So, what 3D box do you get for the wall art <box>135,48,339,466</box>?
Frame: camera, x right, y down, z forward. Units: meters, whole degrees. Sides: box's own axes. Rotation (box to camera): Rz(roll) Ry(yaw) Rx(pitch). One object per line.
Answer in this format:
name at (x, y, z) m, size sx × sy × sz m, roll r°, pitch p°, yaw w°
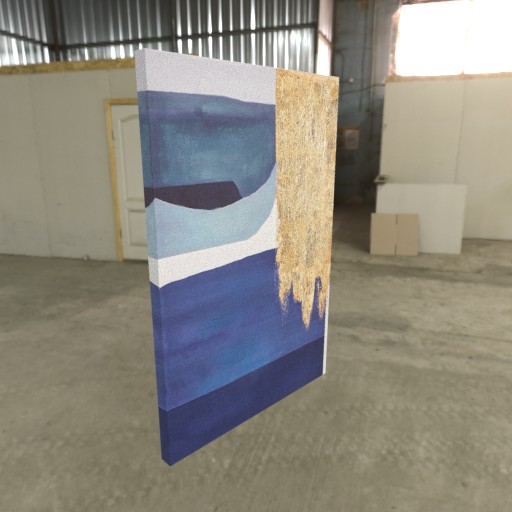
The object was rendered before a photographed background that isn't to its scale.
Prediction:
wall art at (0.000, 0.000, 1.148) m, size 0.607 × 0.911 × 0.039 m, roll -15°, pitch 21°, yaw -43°
